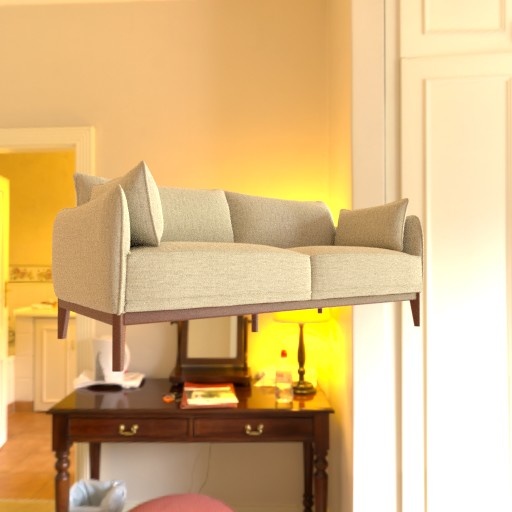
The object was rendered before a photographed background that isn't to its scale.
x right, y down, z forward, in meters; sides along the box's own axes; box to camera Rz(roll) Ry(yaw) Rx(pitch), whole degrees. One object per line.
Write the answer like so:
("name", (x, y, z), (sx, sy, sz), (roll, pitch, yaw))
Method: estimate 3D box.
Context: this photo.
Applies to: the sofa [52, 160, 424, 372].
("sofa", (0.000, 0.000, 2.512), (1.989, 0.860, 0.991), (1, -1, -37))
